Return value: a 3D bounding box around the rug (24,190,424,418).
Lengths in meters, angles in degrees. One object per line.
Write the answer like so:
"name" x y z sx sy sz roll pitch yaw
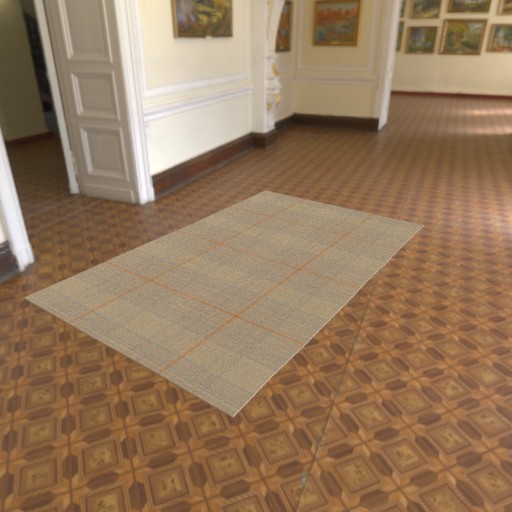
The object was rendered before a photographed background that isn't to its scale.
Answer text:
"rug" 0.000 0.000 3.029 1.527 0.016 2.442 18 31 32
